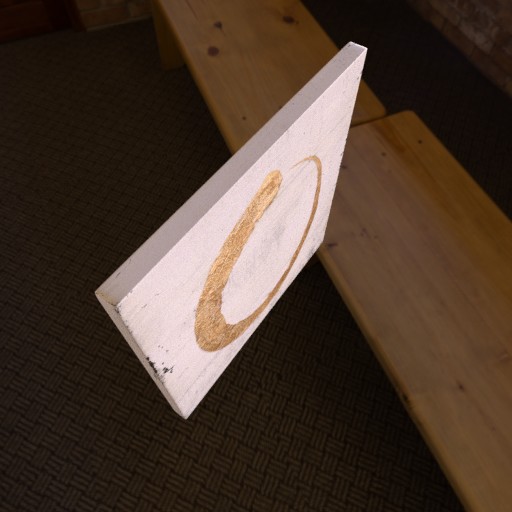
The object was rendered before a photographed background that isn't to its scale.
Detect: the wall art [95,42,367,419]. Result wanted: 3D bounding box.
[{"bbox_3d":[0.000,0.000,0.903,0.040,0.611,0.610,31,63,18],"label":"wall art"}]
